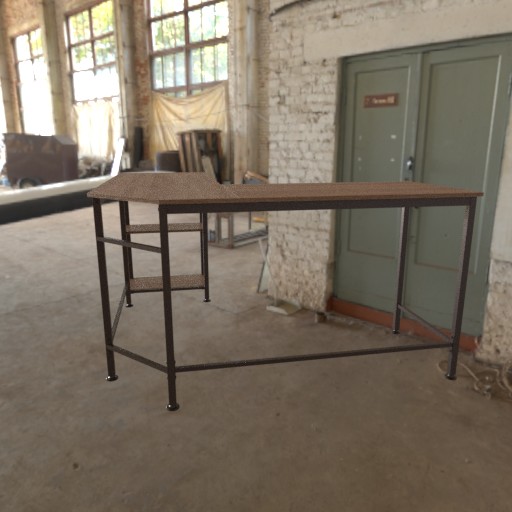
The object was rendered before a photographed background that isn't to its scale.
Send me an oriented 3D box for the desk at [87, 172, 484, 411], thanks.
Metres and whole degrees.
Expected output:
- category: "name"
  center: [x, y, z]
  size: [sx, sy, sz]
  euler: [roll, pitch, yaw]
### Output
- category: "desk"
  center: [0.000, 0.000, 2.192]
  size: [1.379, 0.739, 1.379]
  euler: [-3, 14, -11]
